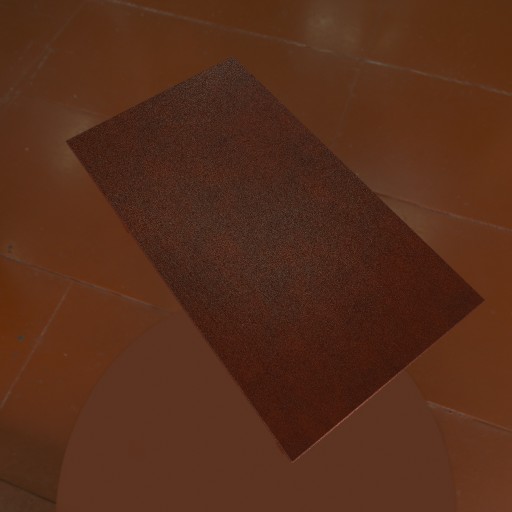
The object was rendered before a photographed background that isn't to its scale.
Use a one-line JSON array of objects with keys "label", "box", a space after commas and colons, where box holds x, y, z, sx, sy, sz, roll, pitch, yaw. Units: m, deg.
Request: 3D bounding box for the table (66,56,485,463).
[{"label": "table", "box": [0.000, 0.000, 1.253, 0.533, 0.456, 0.943, -34, 68, -15]}]
